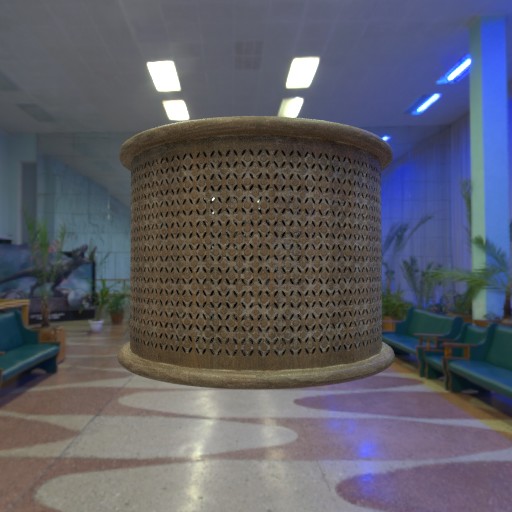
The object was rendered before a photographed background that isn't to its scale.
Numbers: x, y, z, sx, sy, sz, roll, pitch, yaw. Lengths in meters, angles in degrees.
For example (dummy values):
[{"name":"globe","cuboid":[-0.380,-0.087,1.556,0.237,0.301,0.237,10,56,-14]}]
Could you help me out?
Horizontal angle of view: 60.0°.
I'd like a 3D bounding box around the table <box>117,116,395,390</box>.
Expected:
[{"name":"table","cuboid":[0.000,0.000,1.022,0.607,0.450,0.607,0,-1,0]}]
